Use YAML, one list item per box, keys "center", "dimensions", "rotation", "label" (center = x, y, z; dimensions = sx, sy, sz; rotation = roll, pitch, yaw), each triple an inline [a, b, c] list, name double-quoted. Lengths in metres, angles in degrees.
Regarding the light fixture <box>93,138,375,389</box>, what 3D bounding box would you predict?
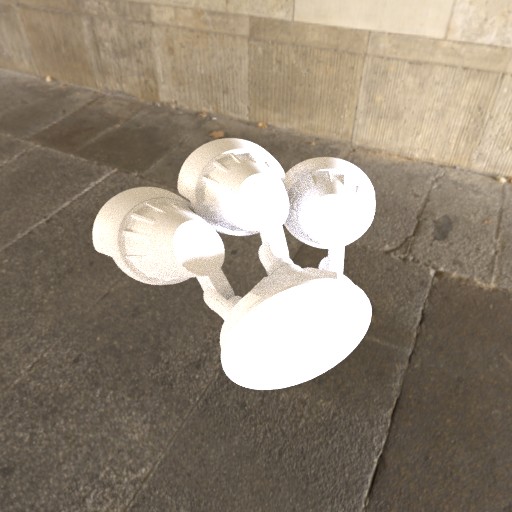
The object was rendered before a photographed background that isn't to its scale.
- center: [0.000, 0.000, 0.546]
  dimensions: [0.369, 0.237, 0.278]
  rotation: [-12, 43, -13]
  label: "light fixture"
